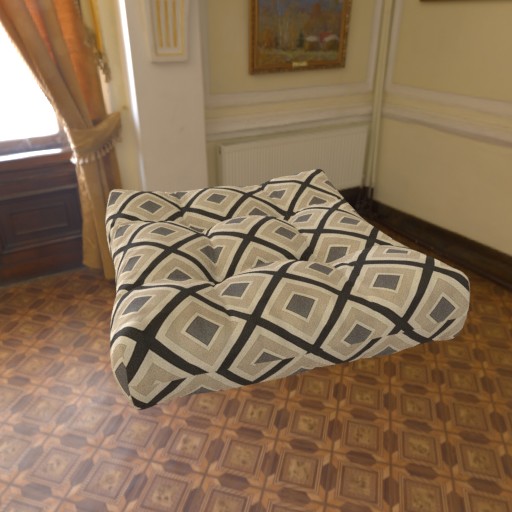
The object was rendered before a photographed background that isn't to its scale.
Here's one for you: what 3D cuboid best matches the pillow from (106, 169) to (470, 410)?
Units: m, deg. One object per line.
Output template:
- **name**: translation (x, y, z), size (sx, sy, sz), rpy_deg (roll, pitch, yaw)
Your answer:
- **pillow**: translation (0.000, 0.000, 0.730), size (0.468, 0.128, 0.490), rpy_deg (-9, 30, -15)
